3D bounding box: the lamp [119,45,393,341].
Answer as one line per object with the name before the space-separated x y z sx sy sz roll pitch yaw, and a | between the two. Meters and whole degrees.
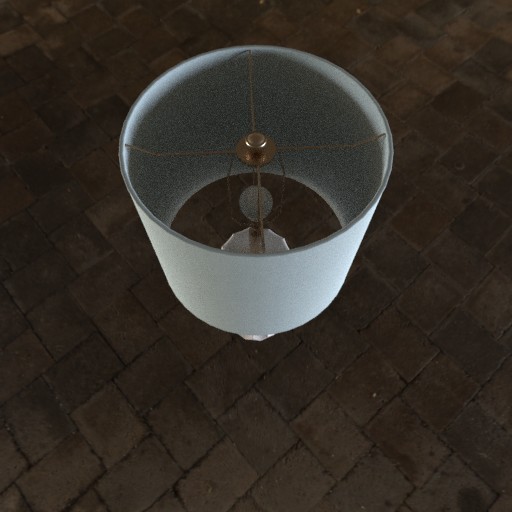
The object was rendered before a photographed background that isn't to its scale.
lamp | 0.000 0.000 0.688 0.277 0.534 0.277 32 67 15
